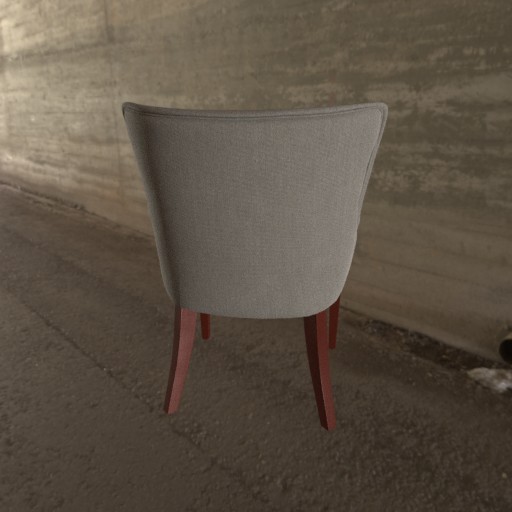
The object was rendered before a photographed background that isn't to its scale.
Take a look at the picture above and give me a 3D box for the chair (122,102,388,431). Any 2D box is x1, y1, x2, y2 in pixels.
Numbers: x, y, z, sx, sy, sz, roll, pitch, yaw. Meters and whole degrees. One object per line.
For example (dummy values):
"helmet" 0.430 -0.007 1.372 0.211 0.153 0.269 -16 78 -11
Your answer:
"chair" 0.000 0.000 1.453 0.732 0.948 0.677 3 18 9
